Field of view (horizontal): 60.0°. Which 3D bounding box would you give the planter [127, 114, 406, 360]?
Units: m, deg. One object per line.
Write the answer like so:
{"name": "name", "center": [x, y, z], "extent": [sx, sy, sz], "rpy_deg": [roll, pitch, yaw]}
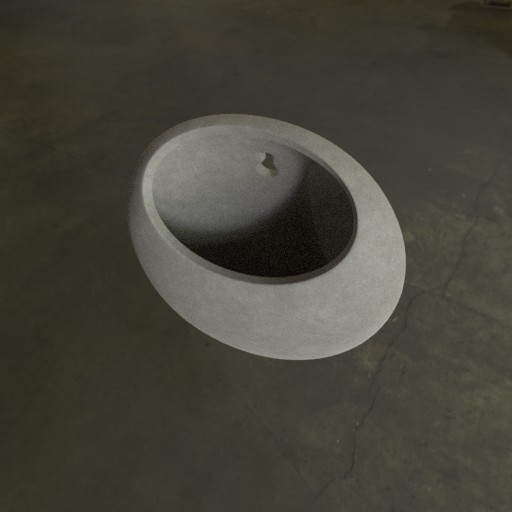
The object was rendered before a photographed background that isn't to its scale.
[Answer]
{"name": "planter", "center": [0.000, 0.000, 0.288], "extent": [0.185, 0.188, 0.071], "rpy_deg": [14, 43, 15]}
